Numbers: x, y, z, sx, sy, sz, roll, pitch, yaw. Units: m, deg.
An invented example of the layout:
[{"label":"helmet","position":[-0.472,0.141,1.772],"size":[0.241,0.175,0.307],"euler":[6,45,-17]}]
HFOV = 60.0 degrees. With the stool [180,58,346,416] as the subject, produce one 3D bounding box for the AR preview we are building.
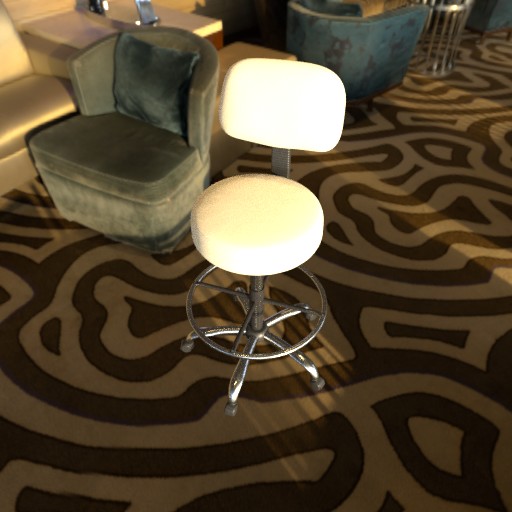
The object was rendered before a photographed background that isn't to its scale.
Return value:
[{"label":"stool","position":[0.000,0.000,1.484],"size":[0.609,1.080,0.616],"euler":[13,44,14]}]
